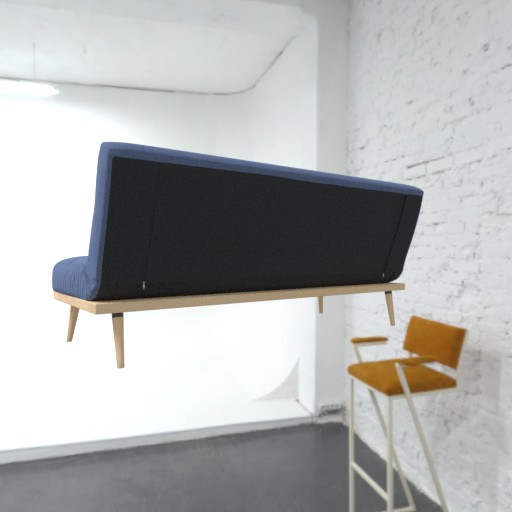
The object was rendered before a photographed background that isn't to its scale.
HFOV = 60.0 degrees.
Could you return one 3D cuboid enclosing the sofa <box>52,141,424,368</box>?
[{"bbox_3d":[0.000,0.000,2.274,1.800,0.800,0.796,0,0,-36],"label":"sofa"}]
